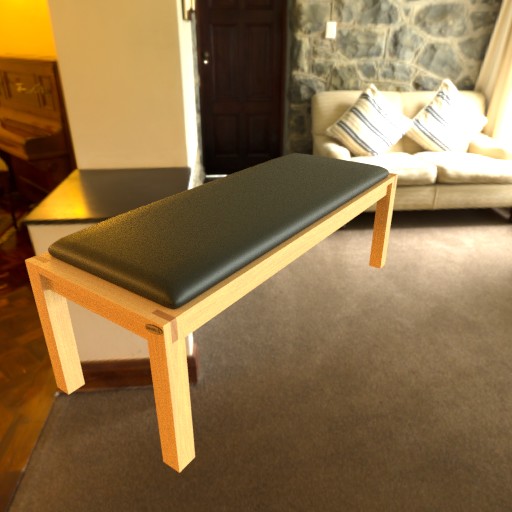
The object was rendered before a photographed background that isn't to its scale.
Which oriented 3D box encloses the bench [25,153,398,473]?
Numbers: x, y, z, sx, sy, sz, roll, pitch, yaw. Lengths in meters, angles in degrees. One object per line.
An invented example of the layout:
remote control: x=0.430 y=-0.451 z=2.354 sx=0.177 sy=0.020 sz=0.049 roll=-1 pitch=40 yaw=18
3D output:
bench: x=0.000 y=0.000 z=1.411 sx=0.450 sy=0.430 sz=1.202 roll=17 pitch=31 yaw=31
